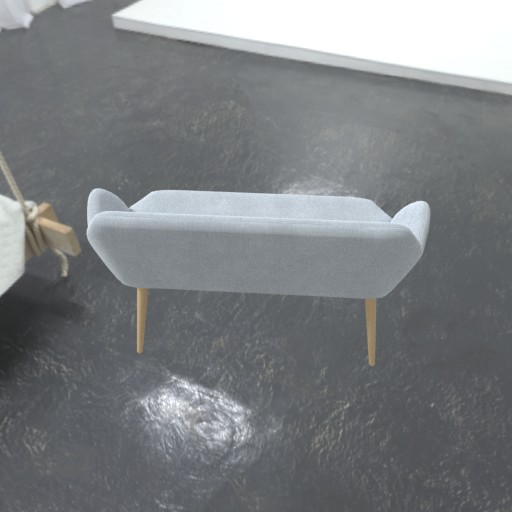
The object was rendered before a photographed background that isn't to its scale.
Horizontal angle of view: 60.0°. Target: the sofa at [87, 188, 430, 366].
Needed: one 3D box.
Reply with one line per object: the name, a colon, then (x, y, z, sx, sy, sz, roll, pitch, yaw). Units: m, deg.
sofa: (0.000, 0.000, 1.610, 1.150, 0.840, 0.610, 3, 46, 2)
